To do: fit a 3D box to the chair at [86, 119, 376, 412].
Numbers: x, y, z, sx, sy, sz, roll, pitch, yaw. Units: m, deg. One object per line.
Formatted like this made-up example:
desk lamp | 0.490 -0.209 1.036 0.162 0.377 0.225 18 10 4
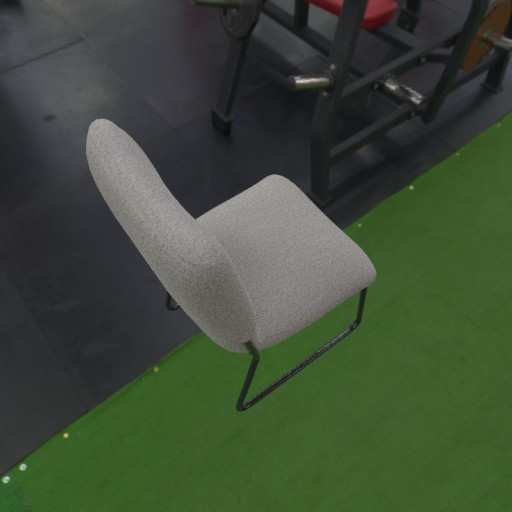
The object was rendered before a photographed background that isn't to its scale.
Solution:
chair | 0.000 0.000 1.151 0.560 0.864 0.448 -32 63 -19
